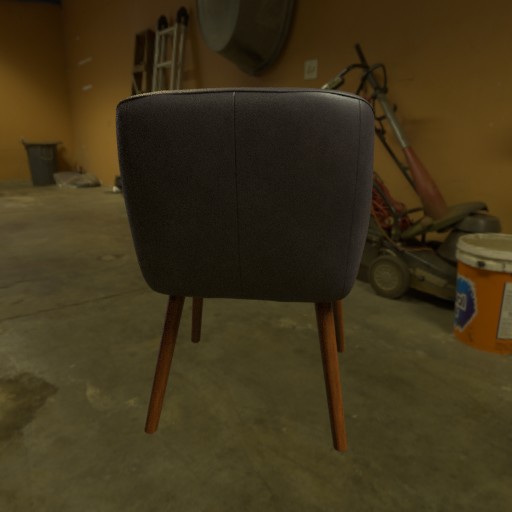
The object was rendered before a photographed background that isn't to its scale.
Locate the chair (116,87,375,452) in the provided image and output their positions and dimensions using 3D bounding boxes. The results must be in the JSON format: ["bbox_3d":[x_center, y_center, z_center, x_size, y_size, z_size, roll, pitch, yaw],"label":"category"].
[{"bbox_3d":[0.000,0.000,1.233,0.610,0.828,0.610,2,15,8],"label":"chair"}]
